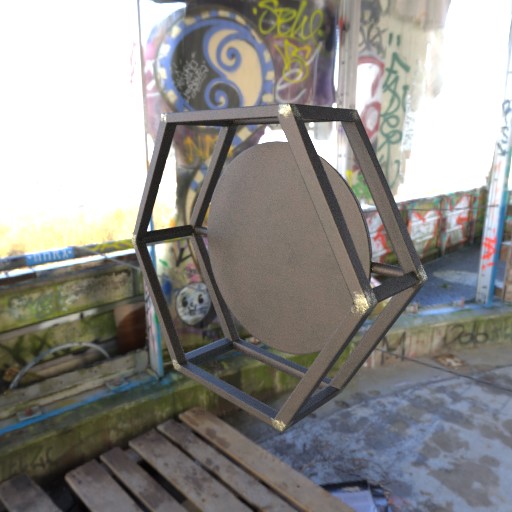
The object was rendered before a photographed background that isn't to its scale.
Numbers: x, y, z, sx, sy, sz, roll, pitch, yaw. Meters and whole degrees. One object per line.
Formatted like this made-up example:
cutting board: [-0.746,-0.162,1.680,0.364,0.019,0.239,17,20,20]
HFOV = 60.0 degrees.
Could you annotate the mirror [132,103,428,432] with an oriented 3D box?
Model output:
mirror: [0.000,0.000,0.538,0.380,0.334,0.119,14,20,43]
